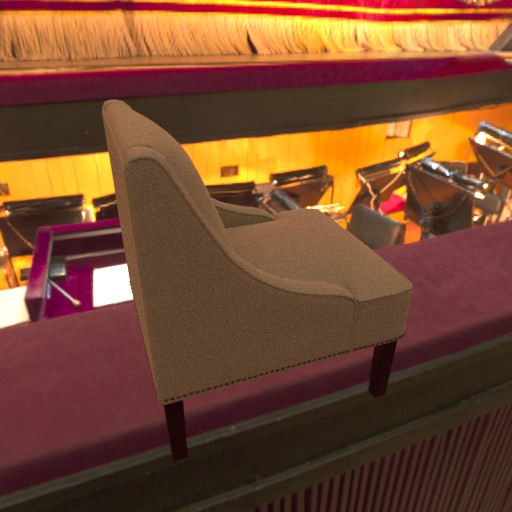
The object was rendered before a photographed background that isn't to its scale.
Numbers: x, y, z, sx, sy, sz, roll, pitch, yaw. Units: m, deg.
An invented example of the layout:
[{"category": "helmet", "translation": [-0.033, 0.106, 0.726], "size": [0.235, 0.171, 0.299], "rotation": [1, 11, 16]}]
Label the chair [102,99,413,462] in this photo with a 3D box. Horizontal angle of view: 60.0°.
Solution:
[{"category": "chair", "translation": [0.000, 0.000, 1.369], "size": [0.748, 0.872, 0.628], "rotation": [-10, 31, -18]}]
